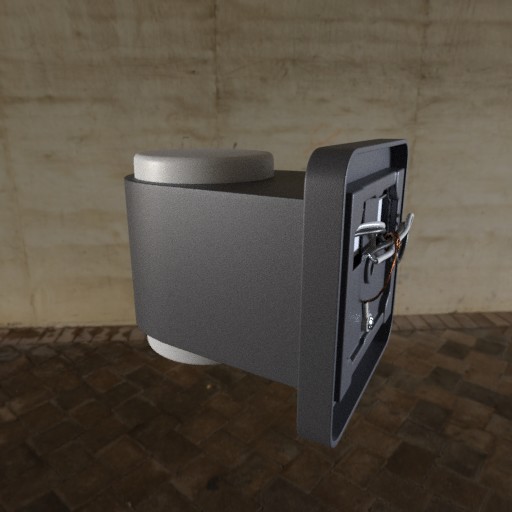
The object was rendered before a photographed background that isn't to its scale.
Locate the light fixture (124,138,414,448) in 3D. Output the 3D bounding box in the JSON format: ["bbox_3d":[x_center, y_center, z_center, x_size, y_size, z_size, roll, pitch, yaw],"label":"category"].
[{"bbox_3d":[0.000,0.000,0.214,0.132,0.109,0.109,9,19,26],"label":"light fixture"}]
